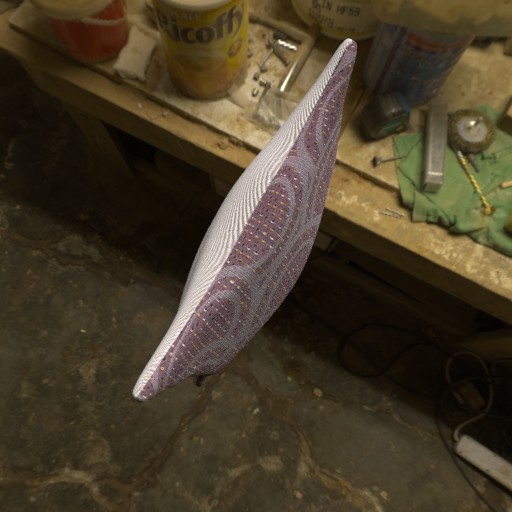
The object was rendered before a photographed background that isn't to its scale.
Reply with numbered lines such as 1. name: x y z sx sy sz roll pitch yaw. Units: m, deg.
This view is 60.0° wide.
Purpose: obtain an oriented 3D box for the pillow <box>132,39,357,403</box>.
1. pillow: 0.000 0.000 0.765 0.163 0.513 0.514 29 77 7
